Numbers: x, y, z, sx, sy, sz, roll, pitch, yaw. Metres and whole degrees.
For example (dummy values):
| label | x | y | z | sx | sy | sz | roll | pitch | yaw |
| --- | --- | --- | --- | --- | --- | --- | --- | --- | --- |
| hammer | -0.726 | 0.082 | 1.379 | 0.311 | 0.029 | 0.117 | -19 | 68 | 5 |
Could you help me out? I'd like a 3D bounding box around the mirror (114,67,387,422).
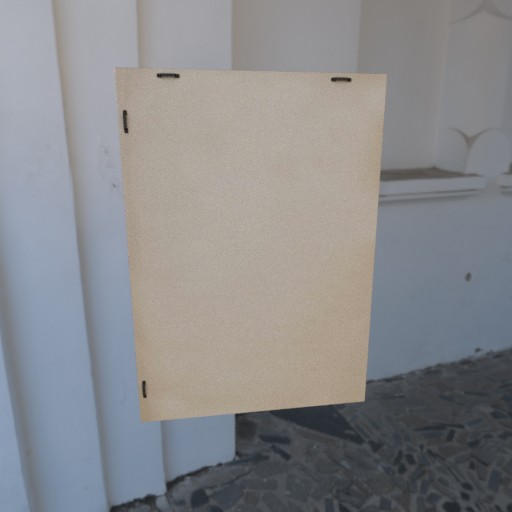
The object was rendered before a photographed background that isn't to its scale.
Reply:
| label | x | y | z | sx | sy | sz | roll | pitch | yaw |
| --- | --- | --- | --- | --- | --- | --- | --- | --- | --- |
| mirror | 0.000 | 0.000 | 0.917 | 0.507 | 0.710 | 0.040 | -2 | 15 | -9 |
